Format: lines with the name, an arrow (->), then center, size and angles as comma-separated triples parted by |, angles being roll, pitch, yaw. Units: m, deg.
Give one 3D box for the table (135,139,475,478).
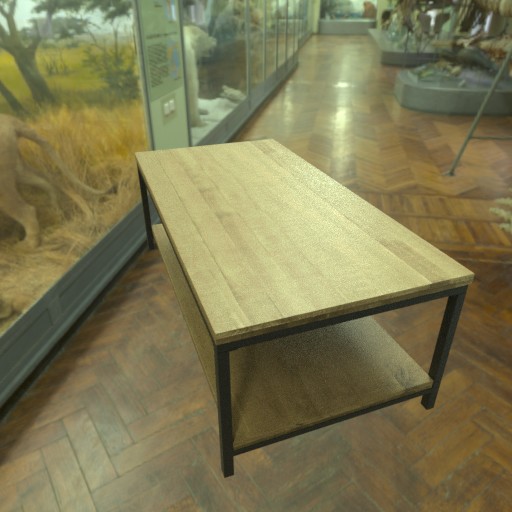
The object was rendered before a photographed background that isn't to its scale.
table -> 0.000, 0.000, 1.373 | 0.551, 0.399, 1.100 | -10, 31, -17
